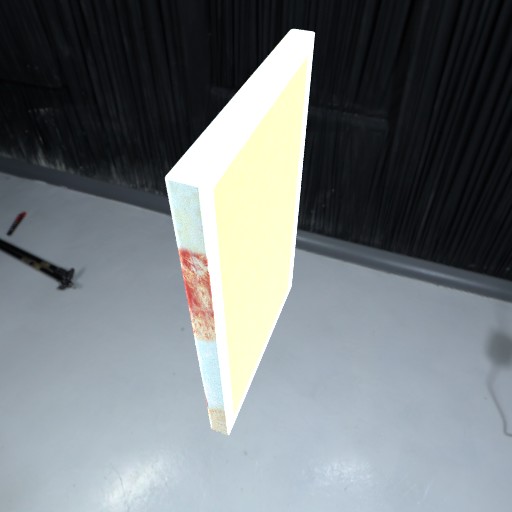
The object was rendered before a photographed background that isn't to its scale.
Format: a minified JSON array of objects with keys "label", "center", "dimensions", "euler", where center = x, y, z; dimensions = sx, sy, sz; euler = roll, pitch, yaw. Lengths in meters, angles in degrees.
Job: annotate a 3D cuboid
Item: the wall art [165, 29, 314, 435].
[{"label":"wall art","center":[0.000,0.000,0.771],"dimensions":[0.038,0.610,0.401],"euler":[16,49,14]}]
